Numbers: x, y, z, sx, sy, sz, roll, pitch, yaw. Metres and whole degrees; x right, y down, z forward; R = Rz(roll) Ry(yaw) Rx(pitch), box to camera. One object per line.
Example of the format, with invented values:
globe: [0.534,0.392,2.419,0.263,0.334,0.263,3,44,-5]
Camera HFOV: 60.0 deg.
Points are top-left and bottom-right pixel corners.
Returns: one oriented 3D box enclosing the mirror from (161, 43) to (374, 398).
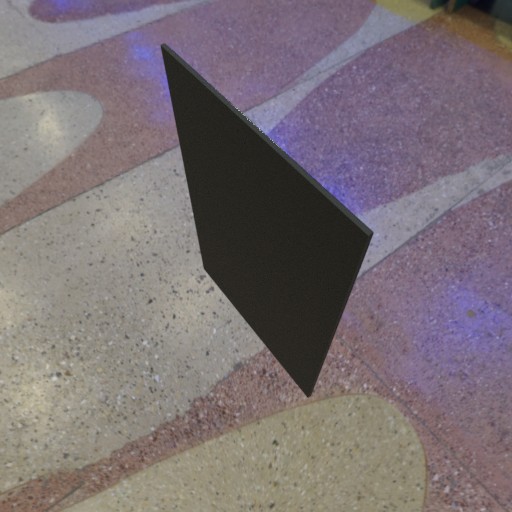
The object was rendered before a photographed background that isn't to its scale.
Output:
mirror: [0.000,0.000,1.187,0.039,0.914,0.613,-32,63,-19]
